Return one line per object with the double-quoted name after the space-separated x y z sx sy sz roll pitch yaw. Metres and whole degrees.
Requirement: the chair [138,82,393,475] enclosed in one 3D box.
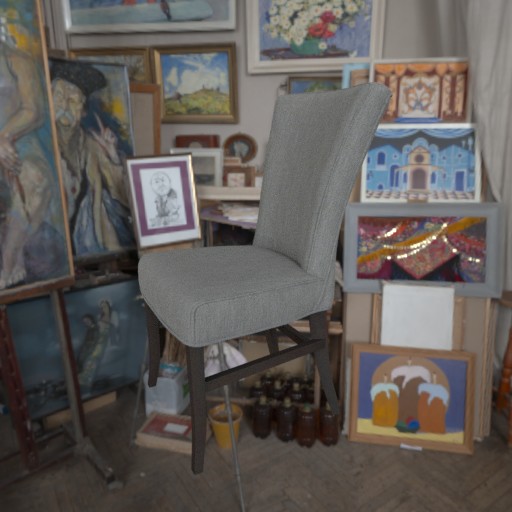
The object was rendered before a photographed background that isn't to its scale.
0.000 0.000 1.371 0.660 0.991 0.520 -8 17 -26 "chair"
